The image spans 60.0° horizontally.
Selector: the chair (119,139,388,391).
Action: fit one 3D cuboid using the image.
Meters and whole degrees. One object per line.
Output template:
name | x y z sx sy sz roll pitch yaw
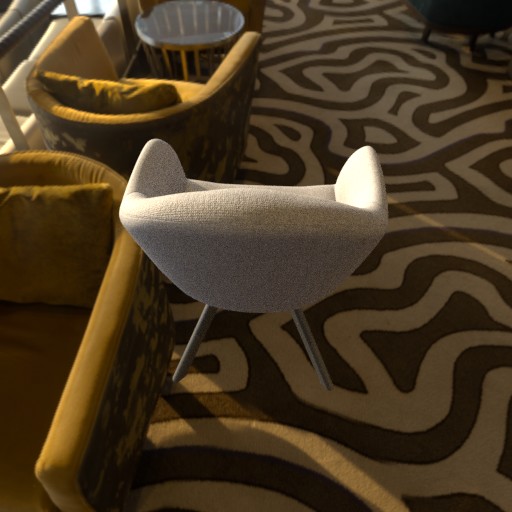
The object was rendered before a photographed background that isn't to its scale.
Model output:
chair | 0.000 0.000 1.165 0.590 0.795 0.550 2 49 2
